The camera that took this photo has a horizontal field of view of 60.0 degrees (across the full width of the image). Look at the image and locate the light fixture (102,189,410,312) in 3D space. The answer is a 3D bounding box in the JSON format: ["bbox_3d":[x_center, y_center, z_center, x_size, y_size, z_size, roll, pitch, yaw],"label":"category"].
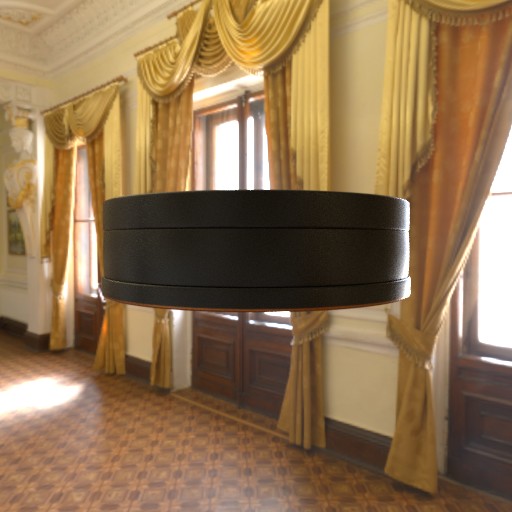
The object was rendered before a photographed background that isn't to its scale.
[{"bbox_3d":[0.000,0.000,0.430,0.283,0.097,0.283,0,2,0],"label":"light fixture"}]
